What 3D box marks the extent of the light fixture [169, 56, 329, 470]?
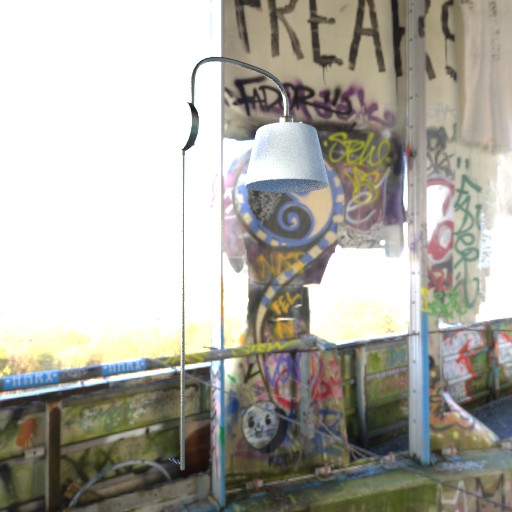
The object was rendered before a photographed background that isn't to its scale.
[{"bbox_3d":[0.000,0.000,0.465,0.176,0.399,0.092,0,-1,-36],"label":"light fixture"}]
